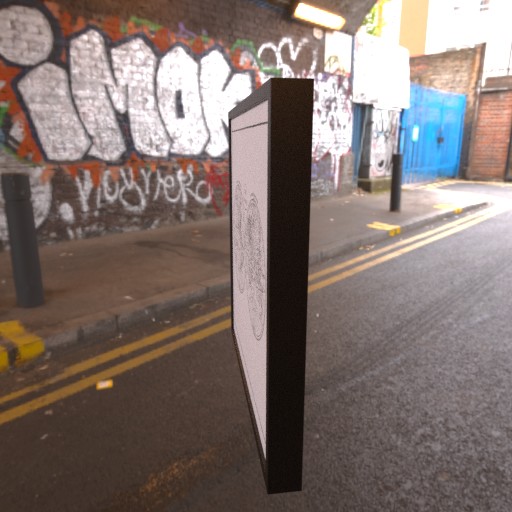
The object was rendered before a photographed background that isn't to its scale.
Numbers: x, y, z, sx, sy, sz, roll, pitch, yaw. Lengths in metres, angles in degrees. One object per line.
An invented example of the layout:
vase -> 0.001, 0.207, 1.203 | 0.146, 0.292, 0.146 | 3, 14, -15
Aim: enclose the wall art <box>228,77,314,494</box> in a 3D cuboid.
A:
wall art -> 0.000, 0.000, 0.481 | 0.029, 0.318, 0.327 | -2, 14, -8
